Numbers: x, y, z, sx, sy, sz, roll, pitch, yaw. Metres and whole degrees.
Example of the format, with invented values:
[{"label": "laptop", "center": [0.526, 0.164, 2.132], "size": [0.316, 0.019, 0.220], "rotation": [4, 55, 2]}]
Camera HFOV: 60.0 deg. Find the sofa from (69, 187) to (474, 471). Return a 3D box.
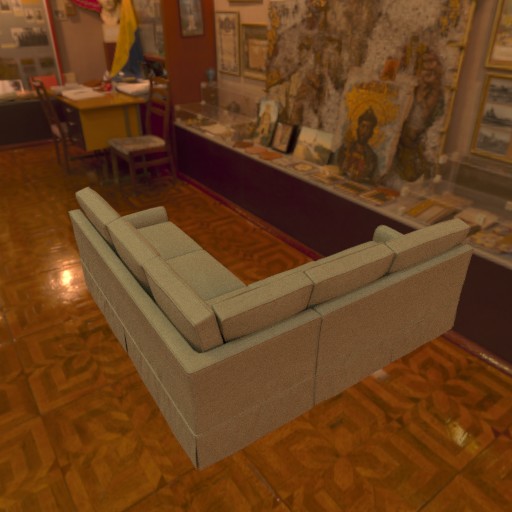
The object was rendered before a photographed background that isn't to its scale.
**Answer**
[{"label": "sofa", "center": [0.000, 0.000, 4.077], "size": [2.618, 1.081, 2.623], "rotation": [-18, 34, -29]}]
